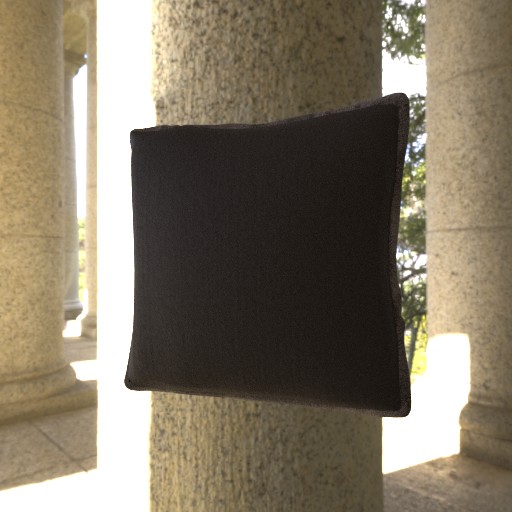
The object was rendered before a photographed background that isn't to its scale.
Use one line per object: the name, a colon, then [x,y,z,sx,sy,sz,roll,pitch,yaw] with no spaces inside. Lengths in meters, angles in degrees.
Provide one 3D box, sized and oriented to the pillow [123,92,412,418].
pillow: [0.000,0.000,0.790,0.522,0.520,0.204,0,-1,18]
